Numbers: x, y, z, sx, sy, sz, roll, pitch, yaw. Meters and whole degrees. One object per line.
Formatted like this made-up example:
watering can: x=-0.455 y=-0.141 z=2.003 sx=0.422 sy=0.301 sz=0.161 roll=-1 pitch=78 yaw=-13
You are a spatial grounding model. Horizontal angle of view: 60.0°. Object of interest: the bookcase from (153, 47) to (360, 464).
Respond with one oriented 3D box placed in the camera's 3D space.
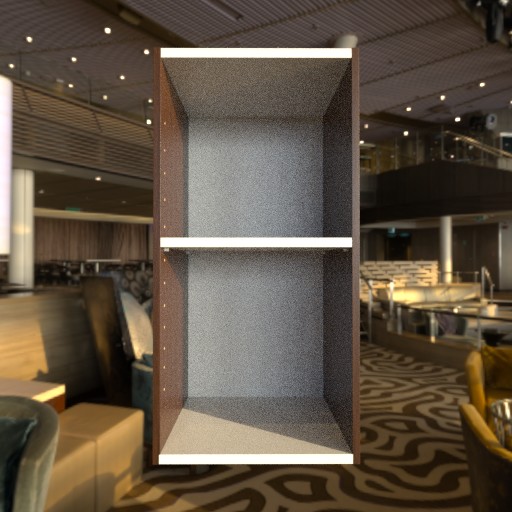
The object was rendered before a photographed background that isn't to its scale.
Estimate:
bookcase: x=0.000 y=0.000 z=0.782 sx=0.300 sy=0.600 sz=0.290 roll=0 pitch=-1 yaw=0
